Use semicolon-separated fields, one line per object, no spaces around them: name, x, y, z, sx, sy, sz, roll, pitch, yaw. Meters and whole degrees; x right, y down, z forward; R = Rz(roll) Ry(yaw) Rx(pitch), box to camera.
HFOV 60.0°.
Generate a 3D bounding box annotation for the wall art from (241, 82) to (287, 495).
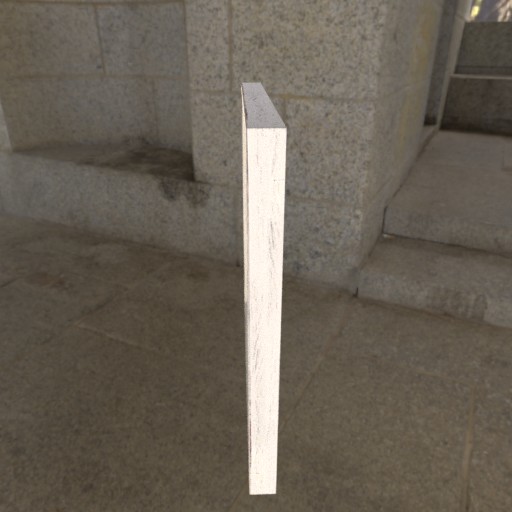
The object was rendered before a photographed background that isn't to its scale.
wall art;0.000;0.000;0.749;0.038;0.508;0.508;-1;26;-2
